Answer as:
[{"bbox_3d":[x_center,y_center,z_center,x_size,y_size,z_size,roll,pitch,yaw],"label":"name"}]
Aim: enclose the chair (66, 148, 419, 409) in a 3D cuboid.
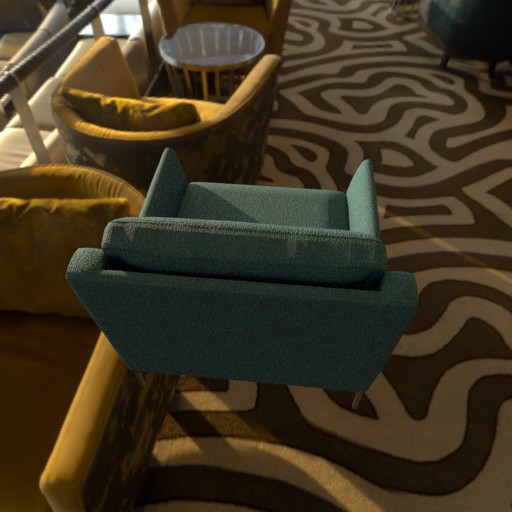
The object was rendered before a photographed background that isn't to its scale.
[{"bbox_3d":[0.000,0.000,1.534,0.847,0.828,0.849,4,47,4],"label":"chair"}]
